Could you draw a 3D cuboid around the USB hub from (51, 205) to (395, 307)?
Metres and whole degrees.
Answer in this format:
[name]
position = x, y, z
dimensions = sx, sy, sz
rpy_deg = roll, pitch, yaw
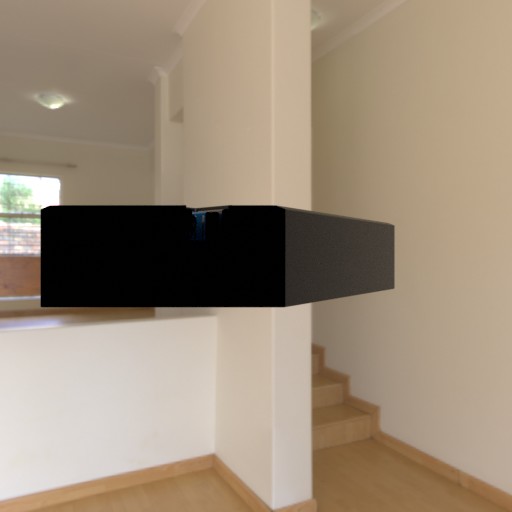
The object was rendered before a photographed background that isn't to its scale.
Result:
[USB hub]
position = 0.000, 0.000, 0.128
dimensions = 0.044, 0.023, 0.110
rpy_deg = 0, 0, 37
